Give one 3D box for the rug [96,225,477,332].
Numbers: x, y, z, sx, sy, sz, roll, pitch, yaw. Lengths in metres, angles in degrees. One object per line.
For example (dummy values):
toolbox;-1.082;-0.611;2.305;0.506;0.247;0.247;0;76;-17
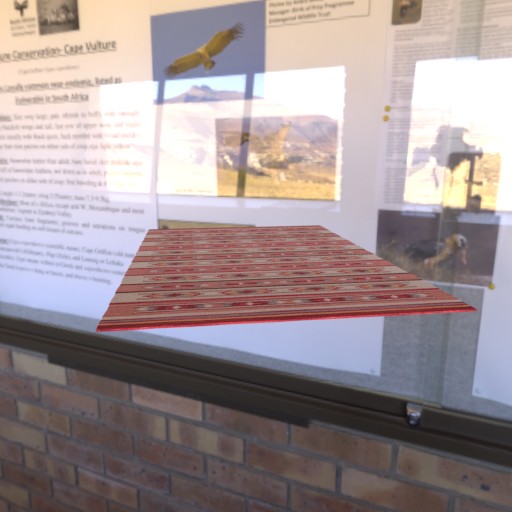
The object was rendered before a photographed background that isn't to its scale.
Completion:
rug;0.000;0.000;2.259;1.223;0.008;1.817;-2;13;-8
